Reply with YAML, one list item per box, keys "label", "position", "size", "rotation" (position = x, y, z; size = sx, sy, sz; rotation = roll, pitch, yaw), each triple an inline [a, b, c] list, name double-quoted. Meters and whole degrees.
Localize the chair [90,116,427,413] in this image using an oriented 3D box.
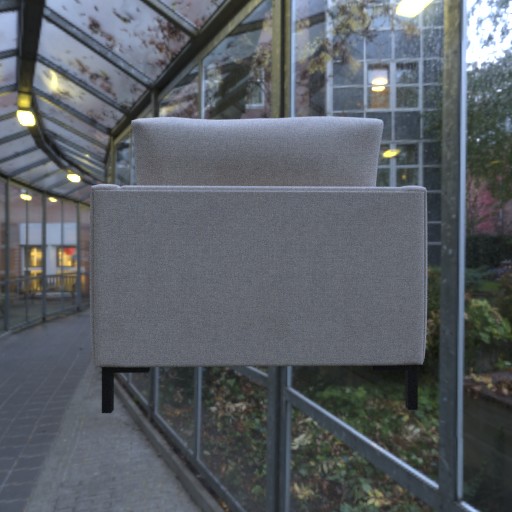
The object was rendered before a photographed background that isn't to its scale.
- label: "chair"
  position: [0.000, 0.000, 1.642]
  size: [0.963, 0.861, 0.866]
  rotation: [0, 0, -2]
